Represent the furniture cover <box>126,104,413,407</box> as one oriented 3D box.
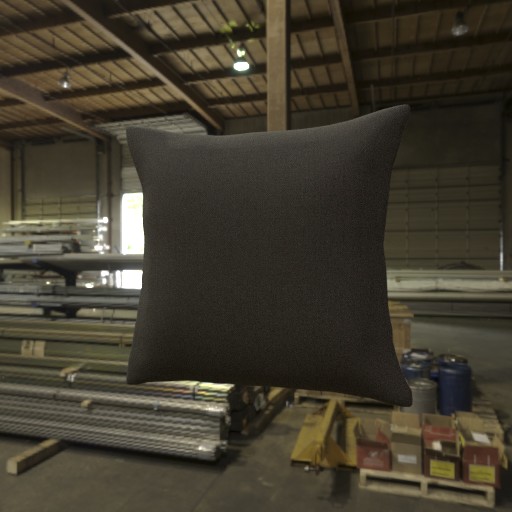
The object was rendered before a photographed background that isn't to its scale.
[{"bbox_3d":[0.000,0.000,0.785,0.525,0.498,0.180,0,0,16],"label":"furniture cover"}]
